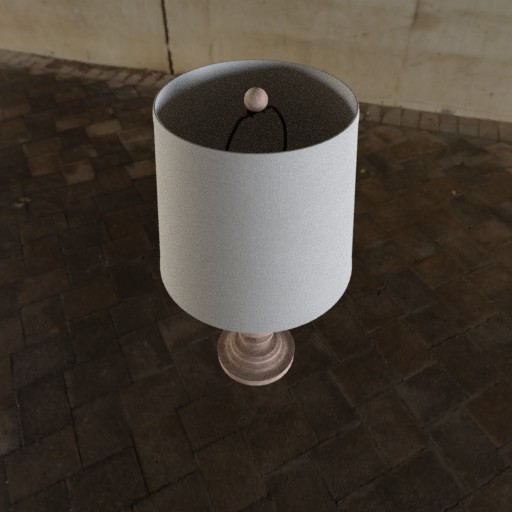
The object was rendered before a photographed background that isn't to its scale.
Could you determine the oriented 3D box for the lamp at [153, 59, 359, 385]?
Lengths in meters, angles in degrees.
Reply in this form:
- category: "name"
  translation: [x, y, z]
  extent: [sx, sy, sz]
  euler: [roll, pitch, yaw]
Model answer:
- category: "lamp"
  translation: [0.000, 0.000, 0.640]
  extent: [0.273, 0.497, 0.273]
  euler: [0, 45, 0]
